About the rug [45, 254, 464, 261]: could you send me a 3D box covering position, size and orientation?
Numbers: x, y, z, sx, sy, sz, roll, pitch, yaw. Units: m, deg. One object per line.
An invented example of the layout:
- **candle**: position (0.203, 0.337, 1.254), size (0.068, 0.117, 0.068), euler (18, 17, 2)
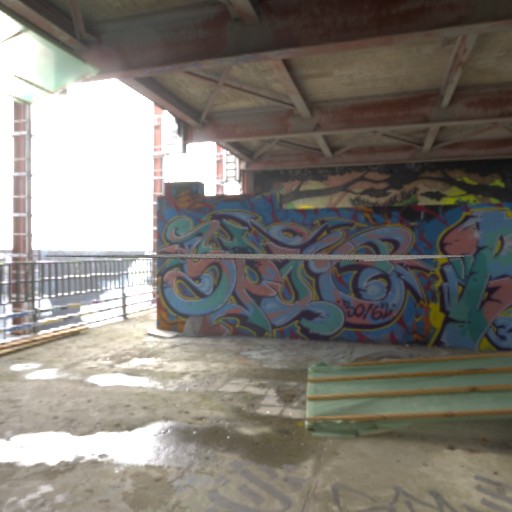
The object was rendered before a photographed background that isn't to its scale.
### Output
- **rug**: position (0.000, 0.000, 4.054), size (3.061, 0.010, 2.330), euler (1, 1, 36)
